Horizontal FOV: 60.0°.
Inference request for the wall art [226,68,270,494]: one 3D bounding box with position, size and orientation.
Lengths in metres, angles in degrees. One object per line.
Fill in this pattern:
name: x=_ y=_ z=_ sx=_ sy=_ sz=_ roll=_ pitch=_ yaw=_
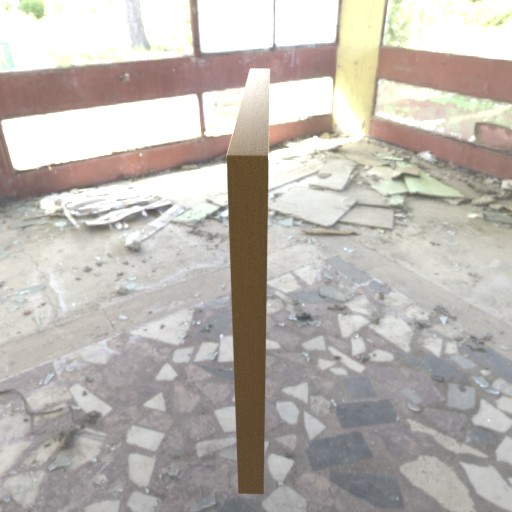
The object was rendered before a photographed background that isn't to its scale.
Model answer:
wall art: x=0.000 y=0.000 z=0.732 sx=0.037 sy=0.505 sz=0.505 roll=1 pitch=31 yaw=1
